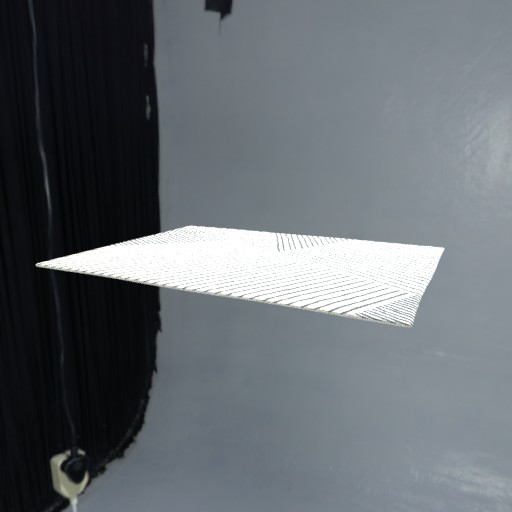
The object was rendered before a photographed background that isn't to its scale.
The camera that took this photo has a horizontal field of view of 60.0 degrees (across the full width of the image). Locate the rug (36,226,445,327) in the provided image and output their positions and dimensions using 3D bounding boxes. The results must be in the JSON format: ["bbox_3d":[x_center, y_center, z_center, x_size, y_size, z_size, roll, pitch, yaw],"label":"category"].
[{"bbox_3d":[0.000,0.000,3.271,2.449,0.028,1.829,6,15,26],"label":"rug"}]
